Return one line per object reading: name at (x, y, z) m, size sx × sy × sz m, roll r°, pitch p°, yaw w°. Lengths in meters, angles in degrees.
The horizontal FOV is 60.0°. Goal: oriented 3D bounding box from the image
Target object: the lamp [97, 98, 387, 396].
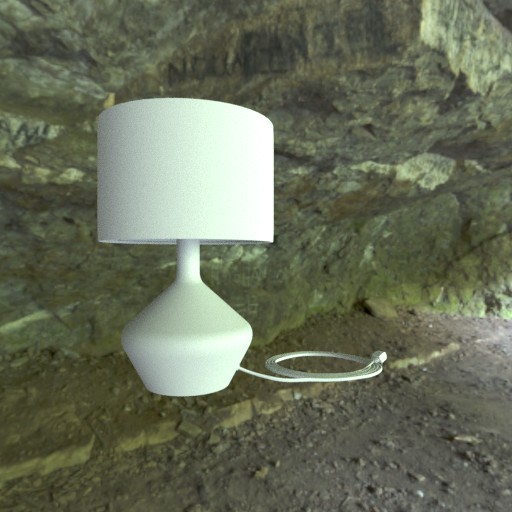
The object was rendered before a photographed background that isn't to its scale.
lamp at (0.000, 0.000, 0.837) m, size 0.546 × 0.457 × 0.401 m, roll 0°, pitch 0°, yaw 1°
